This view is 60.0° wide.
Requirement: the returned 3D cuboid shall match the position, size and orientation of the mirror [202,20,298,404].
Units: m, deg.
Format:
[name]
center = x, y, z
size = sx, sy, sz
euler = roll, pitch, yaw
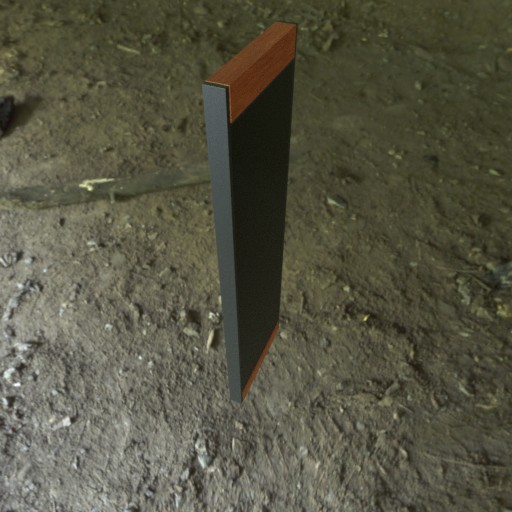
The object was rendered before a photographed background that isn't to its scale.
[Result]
[mirror]
center = 0.000, 0.000, 1.244
size = 0.047, 1.123, 0.343
euler = 18, 48, 17
